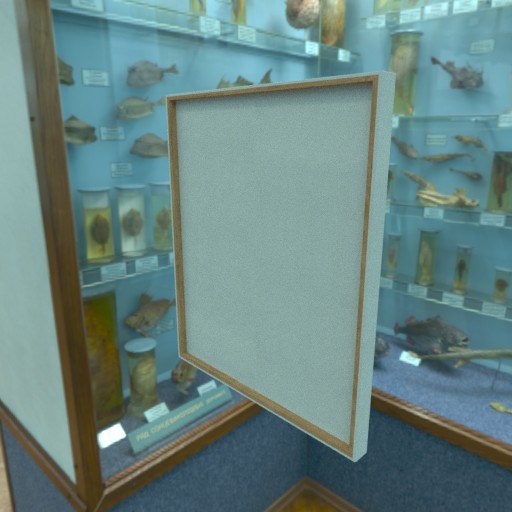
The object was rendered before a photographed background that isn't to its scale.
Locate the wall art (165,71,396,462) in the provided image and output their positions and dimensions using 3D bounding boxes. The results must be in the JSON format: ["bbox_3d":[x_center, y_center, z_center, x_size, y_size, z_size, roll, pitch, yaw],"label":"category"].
[{"bbox_3d":[0.000,0.000,0.843,0.037,0.606,0.508,-15,21,-42],"label":"wall art"}]
